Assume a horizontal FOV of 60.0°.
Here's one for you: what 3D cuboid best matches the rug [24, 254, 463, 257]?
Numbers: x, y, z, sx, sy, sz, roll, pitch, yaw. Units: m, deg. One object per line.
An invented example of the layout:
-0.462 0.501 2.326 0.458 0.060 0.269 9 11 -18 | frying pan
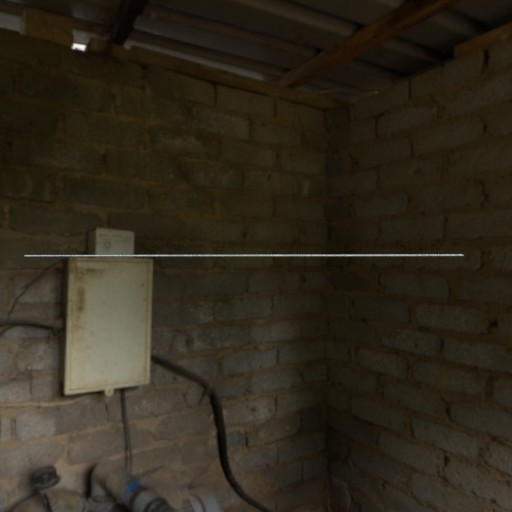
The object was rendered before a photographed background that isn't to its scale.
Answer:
0.000 0.000 2.899 2.286 0.006 1.522 0 0 18 | rug
